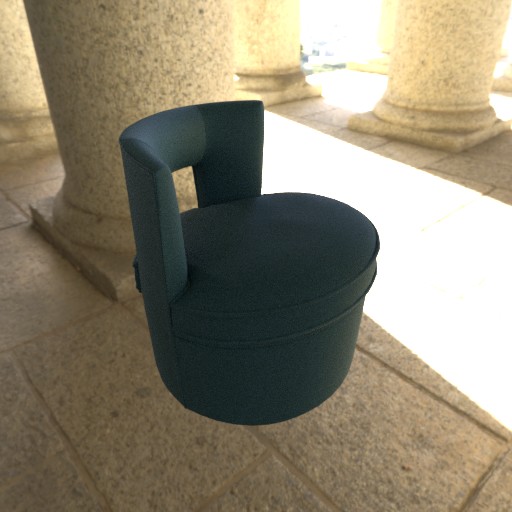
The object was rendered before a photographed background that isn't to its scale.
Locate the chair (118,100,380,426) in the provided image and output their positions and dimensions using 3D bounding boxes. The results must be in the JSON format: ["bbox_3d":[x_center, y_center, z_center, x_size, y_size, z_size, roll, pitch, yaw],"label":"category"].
[{"bbox_3d":[0.000,0.000,1.239,0.660,0.711,0.684,10,33,16],"label":"chair"}]
